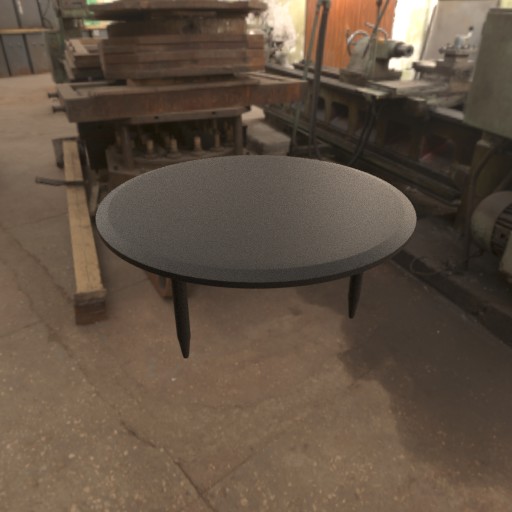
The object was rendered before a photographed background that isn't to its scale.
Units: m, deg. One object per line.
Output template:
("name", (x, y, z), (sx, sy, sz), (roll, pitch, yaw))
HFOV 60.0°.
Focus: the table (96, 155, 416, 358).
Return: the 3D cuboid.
("table", (0.000, 0.000, 1.396), (0.900, 0.400, 0.900), (0, 29, 0))
